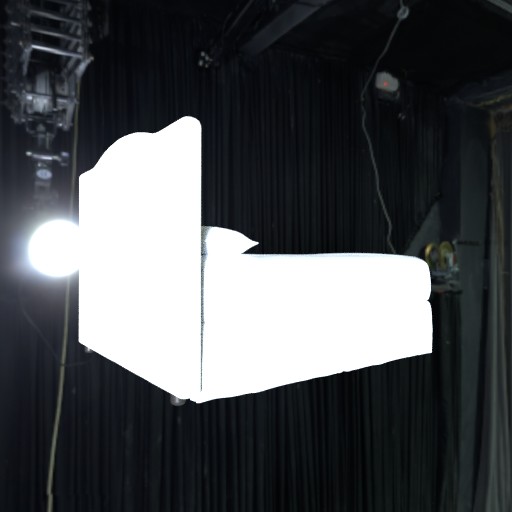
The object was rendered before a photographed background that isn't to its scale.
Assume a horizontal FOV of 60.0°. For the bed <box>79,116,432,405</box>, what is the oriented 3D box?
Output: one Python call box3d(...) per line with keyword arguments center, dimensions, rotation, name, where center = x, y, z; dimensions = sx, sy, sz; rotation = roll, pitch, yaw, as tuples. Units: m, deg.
box3d(center=(0.000, 0.000, 3.356), dimensions=(2.143, 1.460, 1.753), rotation=(0, -1, -36), name="bed")
